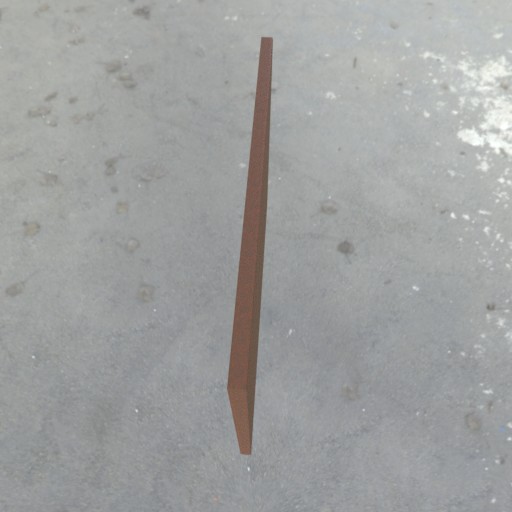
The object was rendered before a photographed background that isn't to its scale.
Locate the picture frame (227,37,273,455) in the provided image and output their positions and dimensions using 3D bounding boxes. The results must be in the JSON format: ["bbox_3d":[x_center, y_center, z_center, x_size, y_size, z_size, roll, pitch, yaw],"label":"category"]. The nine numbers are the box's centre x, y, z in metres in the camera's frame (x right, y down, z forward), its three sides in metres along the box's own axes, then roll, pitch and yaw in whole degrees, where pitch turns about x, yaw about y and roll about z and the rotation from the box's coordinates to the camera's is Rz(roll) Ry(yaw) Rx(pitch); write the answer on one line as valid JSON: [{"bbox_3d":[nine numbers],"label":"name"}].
[{"bbox_3d":[0.000,0.000,1.769,0.045,1.018,1.329,3,58,2],"label":"picture frame"}]
